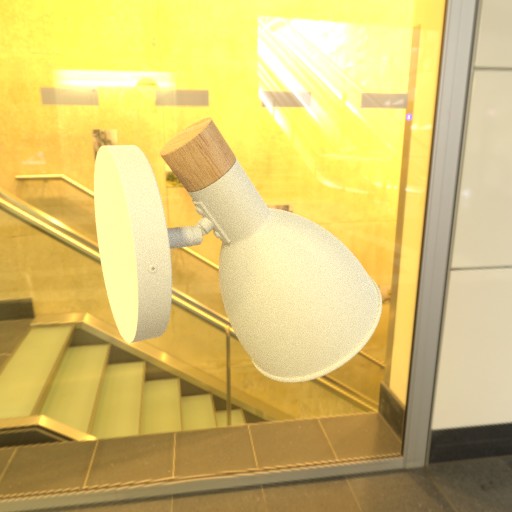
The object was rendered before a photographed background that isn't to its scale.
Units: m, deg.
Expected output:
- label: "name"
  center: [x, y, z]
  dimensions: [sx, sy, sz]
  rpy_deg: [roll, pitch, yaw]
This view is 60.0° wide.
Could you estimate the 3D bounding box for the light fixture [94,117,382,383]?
- label: "light fixture"
  center: [0.000, 0.000, 0.336]
  dimensions: [0.209, 0.199, 0.127]
  rpy_deg: [-8, 17, -27]
